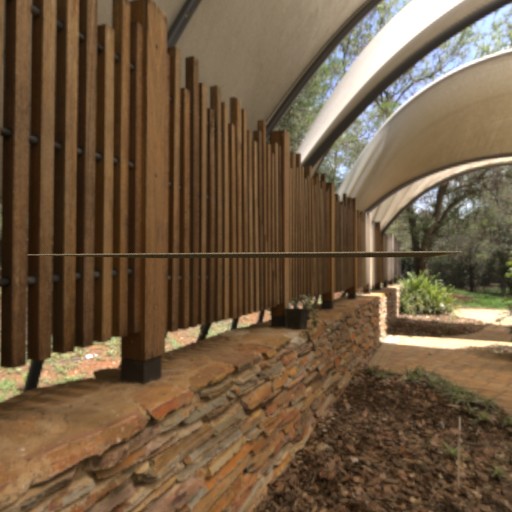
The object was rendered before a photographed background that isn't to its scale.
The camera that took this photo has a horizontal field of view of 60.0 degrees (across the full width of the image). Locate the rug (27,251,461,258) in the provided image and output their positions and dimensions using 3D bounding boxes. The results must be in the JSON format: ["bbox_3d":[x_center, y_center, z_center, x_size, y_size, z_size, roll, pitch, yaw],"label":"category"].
[{"bbox_3d":[0.000,0.000,2.937,2.289,0.006,1.523,0,-1,17],"label":"rug"}]
